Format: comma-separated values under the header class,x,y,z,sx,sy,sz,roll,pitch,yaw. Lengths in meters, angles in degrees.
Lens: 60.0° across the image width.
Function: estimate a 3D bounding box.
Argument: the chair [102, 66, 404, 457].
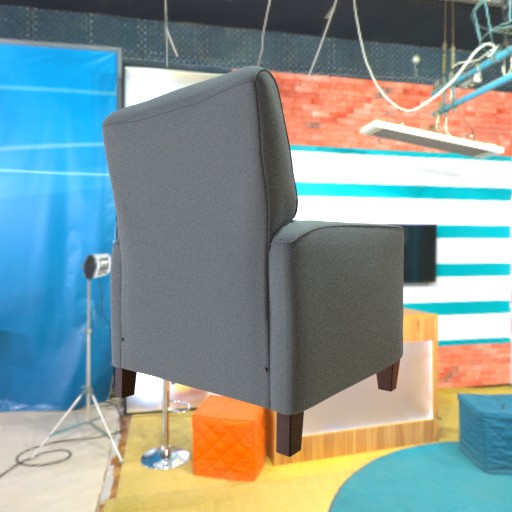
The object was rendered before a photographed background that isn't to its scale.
class,x,y,z,sx,sy,sz,roll,pitch,yaw
chair,0.000,0.000,1.610,0.853,1.007,0.846,1,1,39
